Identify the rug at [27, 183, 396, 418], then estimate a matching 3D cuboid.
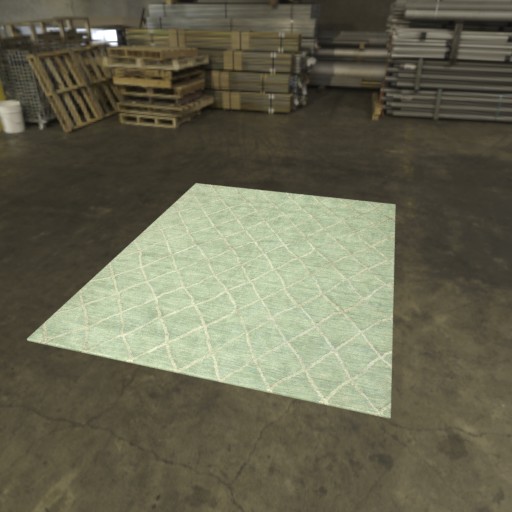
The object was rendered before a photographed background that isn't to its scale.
[{"bbox_3d":[0.000,0.000,4.024,2.420,0.019,3.039,8,31,13],"label":"rug"}]
